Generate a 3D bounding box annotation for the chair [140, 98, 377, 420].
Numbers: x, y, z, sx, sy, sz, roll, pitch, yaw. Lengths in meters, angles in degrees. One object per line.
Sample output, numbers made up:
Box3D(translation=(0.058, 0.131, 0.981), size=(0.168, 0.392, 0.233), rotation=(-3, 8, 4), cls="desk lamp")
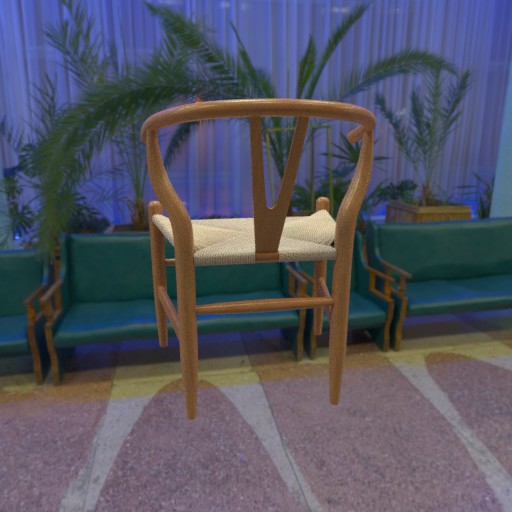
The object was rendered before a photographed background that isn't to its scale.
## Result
Box3D(translation=(0.000, 0.000, 1.149), size=(0.569, 0.730, 0.579), rotation=(-3, 15, -9), cls="chair")
